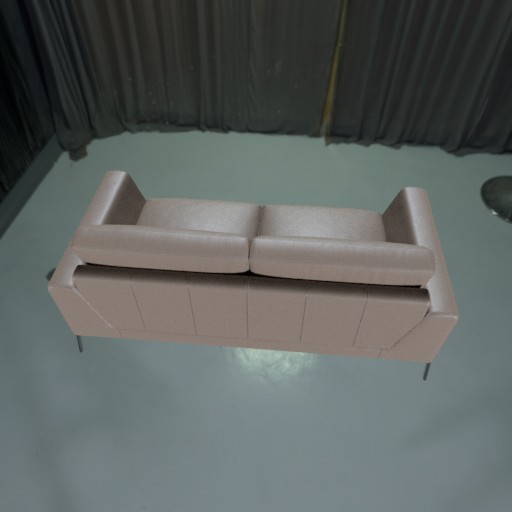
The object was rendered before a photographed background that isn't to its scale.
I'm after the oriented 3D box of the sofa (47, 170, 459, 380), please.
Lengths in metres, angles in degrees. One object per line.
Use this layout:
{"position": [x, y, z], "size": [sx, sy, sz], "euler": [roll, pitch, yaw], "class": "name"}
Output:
{"position": [0.000, 0.000, 2.559], "size": [2.017, 0.875, 0.953], "euler": [4, 48, 3], "class": "sofa"}
